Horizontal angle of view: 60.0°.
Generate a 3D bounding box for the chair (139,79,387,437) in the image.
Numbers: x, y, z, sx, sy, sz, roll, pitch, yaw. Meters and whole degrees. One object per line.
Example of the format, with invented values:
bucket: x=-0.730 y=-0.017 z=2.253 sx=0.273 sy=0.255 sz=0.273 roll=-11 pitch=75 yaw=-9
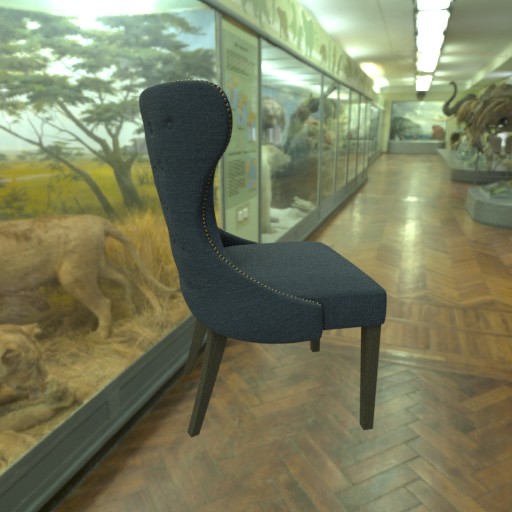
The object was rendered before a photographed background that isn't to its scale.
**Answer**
chair: x=0.000 y=0.000 z=1.370 sx=0.635 sy=0.967 sz=0.628 roll=-3 pitch=17 yaw=-11
